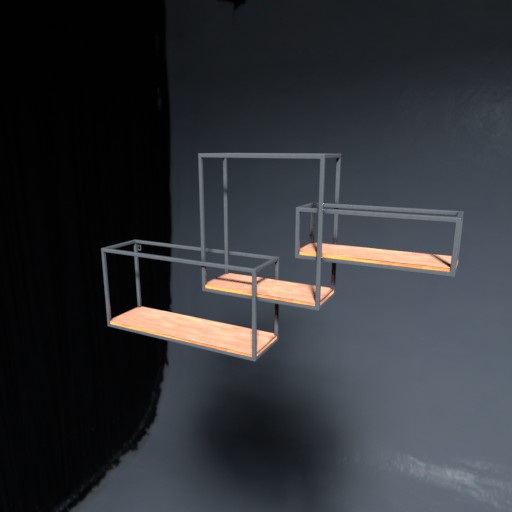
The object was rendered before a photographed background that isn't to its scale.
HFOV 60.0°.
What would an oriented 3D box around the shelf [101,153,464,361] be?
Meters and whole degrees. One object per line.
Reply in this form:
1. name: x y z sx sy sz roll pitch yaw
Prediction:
1. shelf: 0.000 0.000 2.157 1.781 0.972 0.275 7 15 26
